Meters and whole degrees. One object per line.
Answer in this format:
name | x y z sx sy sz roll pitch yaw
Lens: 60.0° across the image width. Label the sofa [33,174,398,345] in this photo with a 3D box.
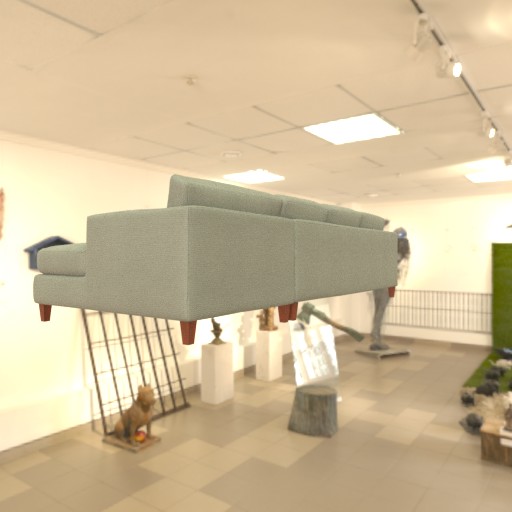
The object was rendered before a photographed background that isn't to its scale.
sofa | 0.000 0.000 4.161 1.604 0.950 3.471 0 0 36
